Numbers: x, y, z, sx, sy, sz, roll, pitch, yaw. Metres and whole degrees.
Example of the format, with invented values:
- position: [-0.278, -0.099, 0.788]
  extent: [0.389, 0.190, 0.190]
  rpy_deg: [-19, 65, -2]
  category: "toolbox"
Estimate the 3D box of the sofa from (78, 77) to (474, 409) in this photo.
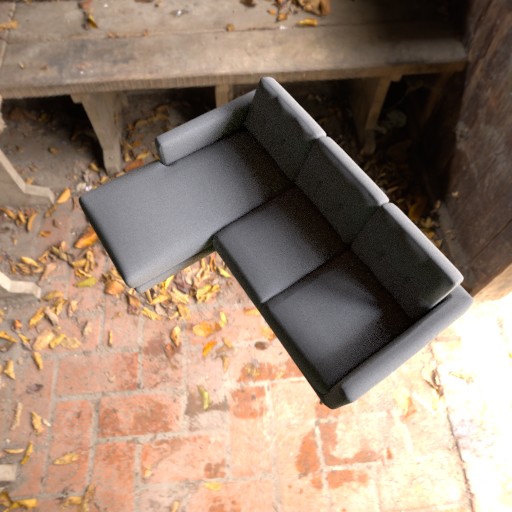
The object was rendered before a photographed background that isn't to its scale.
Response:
- position: [0.000, 0.000, 2.760]
  extent: [1.530, 0.860, 2.040]
  rpy_deg: [-31, 67, -15]
  category: "sofa"
